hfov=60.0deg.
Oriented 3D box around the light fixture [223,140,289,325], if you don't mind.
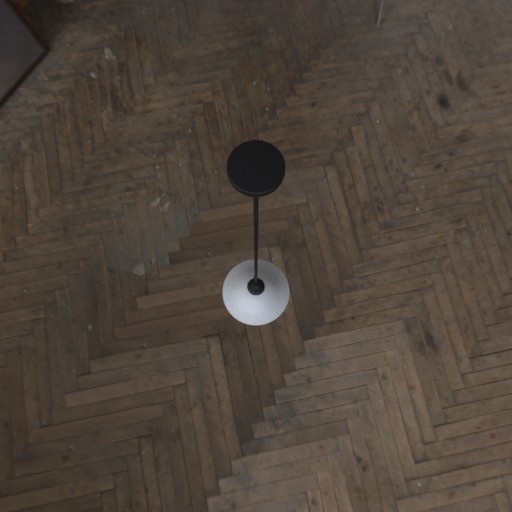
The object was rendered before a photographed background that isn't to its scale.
[{"bbox_3d":[0.000,0.000,1.498,0.324,1.337,0.324,-5,75,-1],"label":"light fixture"}]
